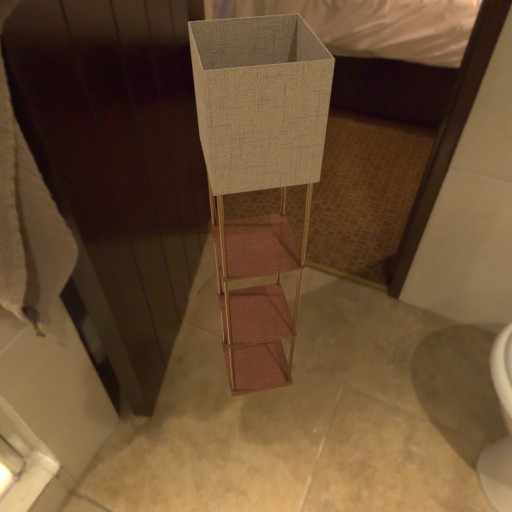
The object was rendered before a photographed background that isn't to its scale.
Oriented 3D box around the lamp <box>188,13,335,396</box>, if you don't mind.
[{"bbox_3d":[0.000,0.000,1.672,0.308,1.569,0.310,-9,47,-8],"label":"lamp"}]
